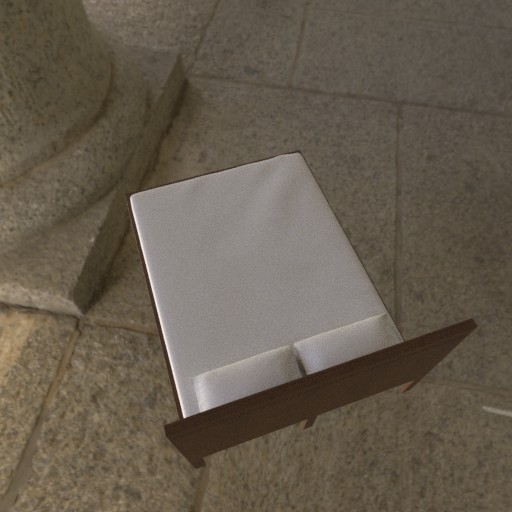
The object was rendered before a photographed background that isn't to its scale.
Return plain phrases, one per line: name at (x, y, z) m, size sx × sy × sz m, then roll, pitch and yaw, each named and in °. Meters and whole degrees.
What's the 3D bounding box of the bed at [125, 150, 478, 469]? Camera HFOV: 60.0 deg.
bed at (0.000, 0.000, 3.157) m, size 1.613 × 1.169 × 2.221 m, roll -16°, pitch 59°, yaw -10°
